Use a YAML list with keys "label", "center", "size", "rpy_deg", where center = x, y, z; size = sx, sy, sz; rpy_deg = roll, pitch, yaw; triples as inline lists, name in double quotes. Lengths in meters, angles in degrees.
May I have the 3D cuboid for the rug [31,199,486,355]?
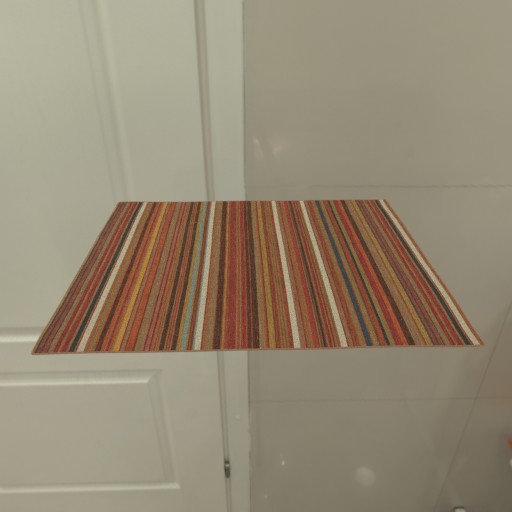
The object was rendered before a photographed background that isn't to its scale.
- label: "rug"
  center: [0.000, 0.000, 4.044]
  size: [3.092, 0.023, 2.479]
  rpy_deg: [-1, 31, -1]
